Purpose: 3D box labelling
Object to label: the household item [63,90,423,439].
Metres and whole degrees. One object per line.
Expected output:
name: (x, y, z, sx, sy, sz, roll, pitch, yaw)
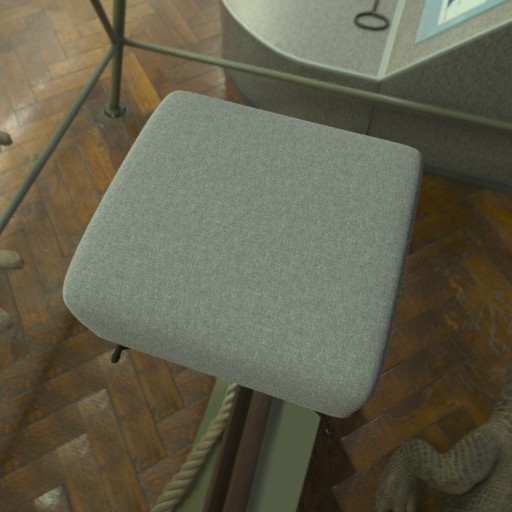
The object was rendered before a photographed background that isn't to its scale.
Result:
household item: (0.000, 0.000, 0.901, 0.530, 0.410, 0.530, 16, 65, 8)
